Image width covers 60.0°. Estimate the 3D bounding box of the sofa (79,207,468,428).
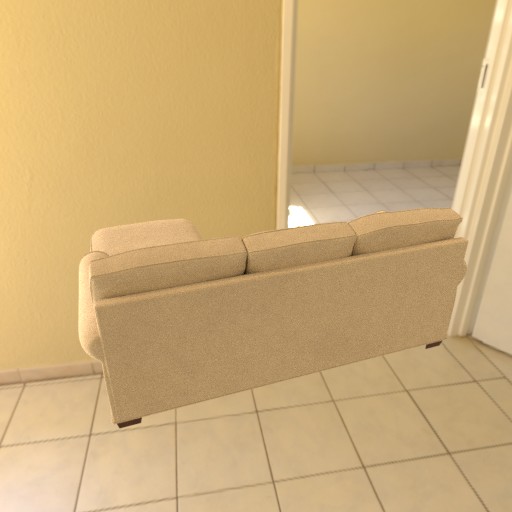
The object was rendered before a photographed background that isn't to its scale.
[{"bbox_3d":[0.000,0.000,2.375,1.770,0.734,1.226,-9,29,-17],"label":"sofa"}]
